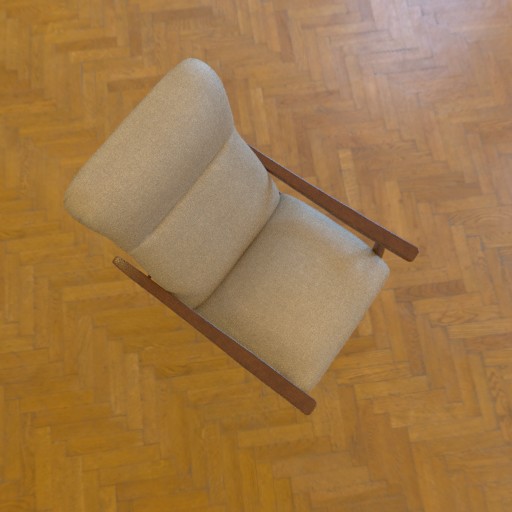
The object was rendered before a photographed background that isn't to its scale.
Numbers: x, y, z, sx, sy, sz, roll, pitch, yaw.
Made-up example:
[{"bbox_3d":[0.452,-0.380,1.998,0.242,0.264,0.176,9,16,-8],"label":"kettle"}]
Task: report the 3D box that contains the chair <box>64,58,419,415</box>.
[{"bbox_3d":[0.000,0.000,1.802,1.030,1.082,0.762,36,79,8],"label":"chair"}]
